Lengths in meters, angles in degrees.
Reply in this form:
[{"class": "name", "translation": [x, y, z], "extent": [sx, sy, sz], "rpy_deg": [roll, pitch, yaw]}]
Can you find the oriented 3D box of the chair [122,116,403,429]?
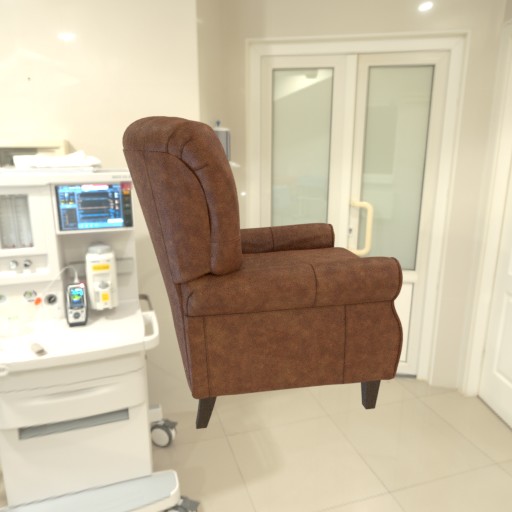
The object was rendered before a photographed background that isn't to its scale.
[{"class": "chair", "translation": [0.000, 0.000, 1.945], "extent": [1.059, 1.164, 0.951], "rpy_deg": [-3, 15, -10]}]
